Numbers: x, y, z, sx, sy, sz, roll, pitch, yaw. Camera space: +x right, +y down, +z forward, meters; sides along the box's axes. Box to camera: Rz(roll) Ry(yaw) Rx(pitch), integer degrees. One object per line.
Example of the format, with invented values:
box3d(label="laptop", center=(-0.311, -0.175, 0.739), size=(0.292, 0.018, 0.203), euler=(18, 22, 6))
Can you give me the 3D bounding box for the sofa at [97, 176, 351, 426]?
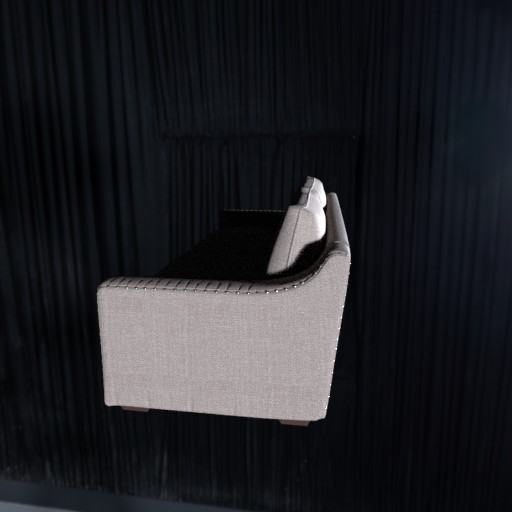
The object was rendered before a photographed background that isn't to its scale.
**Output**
box3d(label="sofa", center=(0.000, 0.000, 2.720), size=(1.000, 0.857, 2.208), euler=(2, 14, 8))
